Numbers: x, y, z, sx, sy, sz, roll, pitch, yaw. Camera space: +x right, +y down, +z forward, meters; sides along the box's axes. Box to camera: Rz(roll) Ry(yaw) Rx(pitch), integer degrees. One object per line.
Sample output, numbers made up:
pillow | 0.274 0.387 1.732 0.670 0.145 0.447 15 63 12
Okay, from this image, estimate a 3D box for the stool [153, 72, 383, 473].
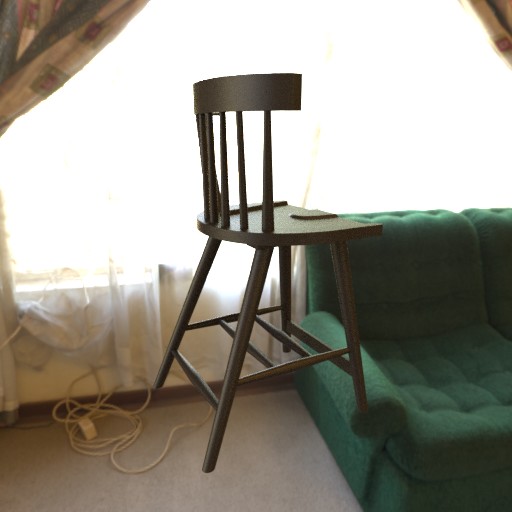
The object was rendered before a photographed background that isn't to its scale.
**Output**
stool | 0.000 0.000 1.304 0.549 0.953 0.494 -9 18 -28
